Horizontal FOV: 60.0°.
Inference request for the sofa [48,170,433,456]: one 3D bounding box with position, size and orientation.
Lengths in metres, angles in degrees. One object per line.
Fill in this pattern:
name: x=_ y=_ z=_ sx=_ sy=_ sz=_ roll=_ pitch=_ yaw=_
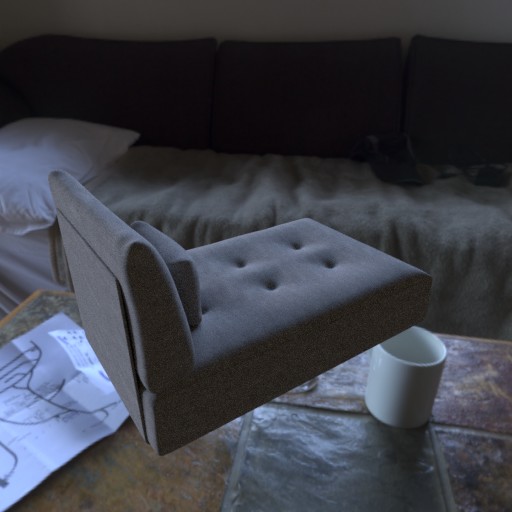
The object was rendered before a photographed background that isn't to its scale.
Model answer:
sofa: x=0.000 y=0.000 z=1.993 sx=1.450 sy=0.820 sz=0.930 roll=-17 pitch=31 yaw=-31
